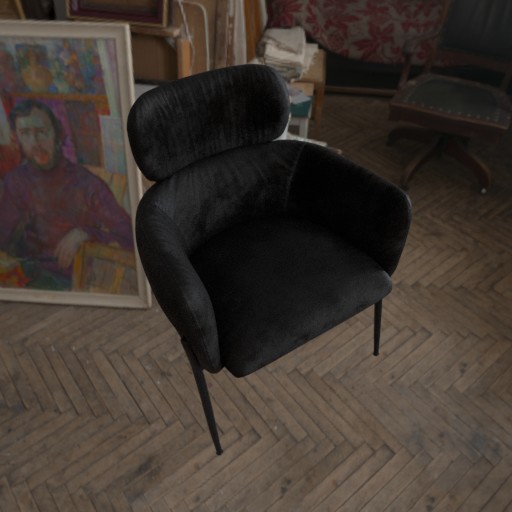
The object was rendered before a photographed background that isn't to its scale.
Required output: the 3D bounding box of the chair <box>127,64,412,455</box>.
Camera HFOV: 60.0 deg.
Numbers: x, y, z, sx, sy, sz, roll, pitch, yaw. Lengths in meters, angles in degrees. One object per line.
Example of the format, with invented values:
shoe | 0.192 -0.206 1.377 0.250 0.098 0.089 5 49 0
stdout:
chair | 0.000 0.000 1.245 0.640 0.818 0.604 -25 52 -21
